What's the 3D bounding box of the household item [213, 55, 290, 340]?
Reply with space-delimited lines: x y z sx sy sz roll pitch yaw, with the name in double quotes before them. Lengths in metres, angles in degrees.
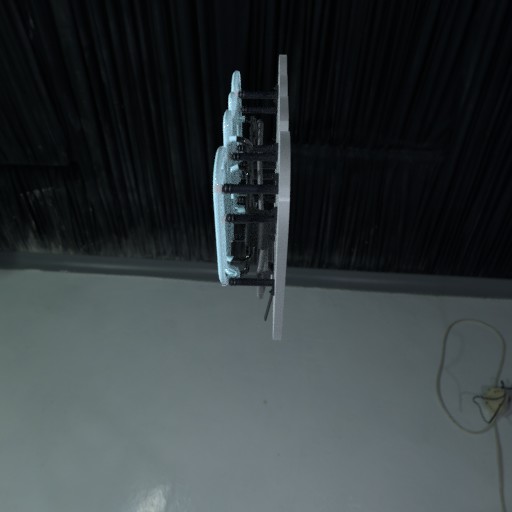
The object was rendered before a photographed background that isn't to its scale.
"household item" 0.000 0.000 0.391 0.042 0.294 0.211 1 42 2
